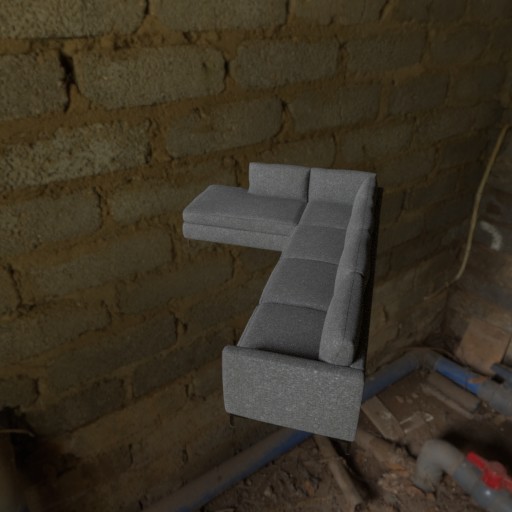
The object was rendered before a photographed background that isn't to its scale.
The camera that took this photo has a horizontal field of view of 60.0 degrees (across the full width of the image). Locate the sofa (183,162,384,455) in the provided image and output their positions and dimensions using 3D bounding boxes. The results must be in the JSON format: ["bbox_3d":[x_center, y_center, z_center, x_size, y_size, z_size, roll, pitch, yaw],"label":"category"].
[{"bbox_3d":[0.000,0.000,3.841,2.007,0.815,2.949,8,31,14],"label":"sofa"}]
